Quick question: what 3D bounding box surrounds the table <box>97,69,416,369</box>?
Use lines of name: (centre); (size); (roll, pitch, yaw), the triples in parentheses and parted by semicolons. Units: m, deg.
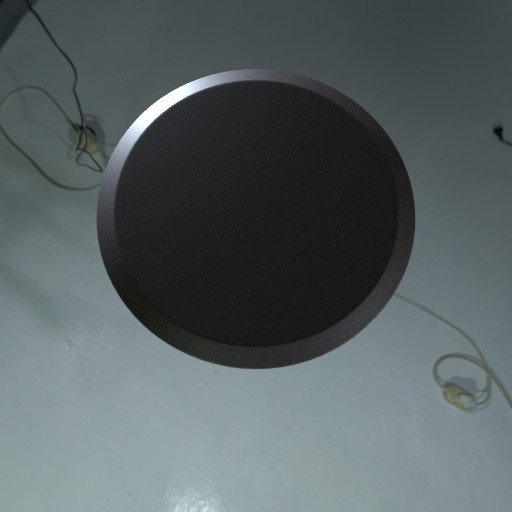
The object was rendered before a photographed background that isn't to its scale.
table: (0.000, 0.000, 0.910); (0.457, 0.585, 0.457); (0, 75, 0)
